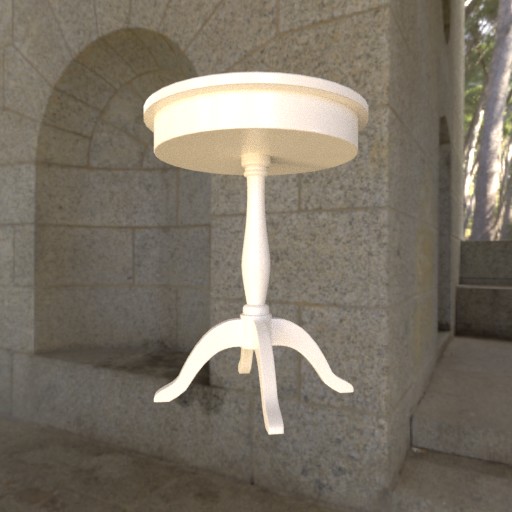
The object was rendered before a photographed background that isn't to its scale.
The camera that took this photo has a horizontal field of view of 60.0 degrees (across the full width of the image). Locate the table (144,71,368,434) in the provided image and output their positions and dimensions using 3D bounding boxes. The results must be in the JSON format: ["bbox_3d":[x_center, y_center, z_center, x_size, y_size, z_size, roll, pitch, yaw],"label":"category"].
[{"bbox_3d":[0.000,0.000,1.040,0.513,0.653,0.513,0,0,0],"label":"table"}]
